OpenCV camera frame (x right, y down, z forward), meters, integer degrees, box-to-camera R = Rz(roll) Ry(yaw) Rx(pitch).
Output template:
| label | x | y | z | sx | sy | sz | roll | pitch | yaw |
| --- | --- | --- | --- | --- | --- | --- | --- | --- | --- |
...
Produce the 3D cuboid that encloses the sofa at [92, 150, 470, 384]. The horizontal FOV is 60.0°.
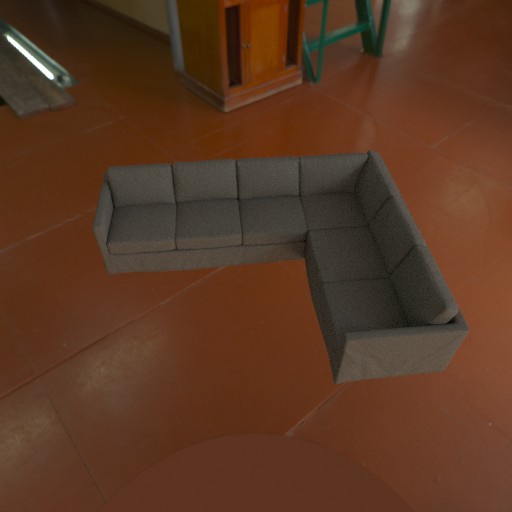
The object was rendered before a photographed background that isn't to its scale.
| label | x | y | z | sx | sy | sz | roll | pitch | yaw |
| --- | --- | --- | --- | --- | --- | --- | --- | --- | --- |
| sofa | 0.000 | 0.000 | 4.402 | 3.182 | 0.871 | 2.432 | -4 | 47 | -4 |
